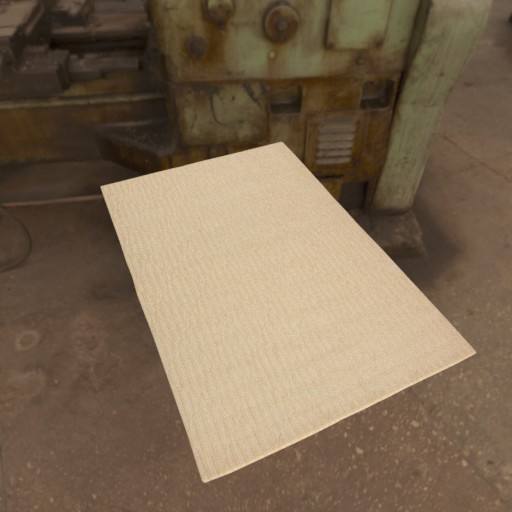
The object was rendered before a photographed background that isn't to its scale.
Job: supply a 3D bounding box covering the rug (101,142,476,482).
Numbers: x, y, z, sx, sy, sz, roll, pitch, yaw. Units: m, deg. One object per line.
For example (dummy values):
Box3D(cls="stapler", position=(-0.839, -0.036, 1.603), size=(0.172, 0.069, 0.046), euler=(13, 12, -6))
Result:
Box3D(cls="rug", position=(0.000, 0.000, 2.280), size=(1.238, 0.014, 1.848), euler=(-18, 48, -17))
